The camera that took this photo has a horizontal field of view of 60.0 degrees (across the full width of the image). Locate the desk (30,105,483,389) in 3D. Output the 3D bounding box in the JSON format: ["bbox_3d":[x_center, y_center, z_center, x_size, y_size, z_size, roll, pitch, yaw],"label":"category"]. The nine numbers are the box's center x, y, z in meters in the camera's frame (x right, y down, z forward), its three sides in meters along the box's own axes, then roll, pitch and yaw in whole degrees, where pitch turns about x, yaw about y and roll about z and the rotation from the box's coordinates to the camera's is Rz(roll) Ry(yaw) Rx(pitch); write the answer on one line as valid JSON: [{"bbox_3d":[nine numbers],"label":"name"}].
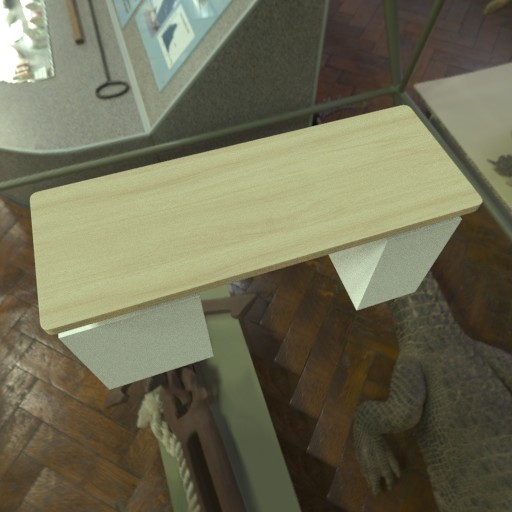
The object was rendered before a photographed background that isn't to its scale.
[{"bbox_3d":[0.000,0.000,1.869,1.500,0.755,0.550,-16,59,-10],"label":"desk"}]
